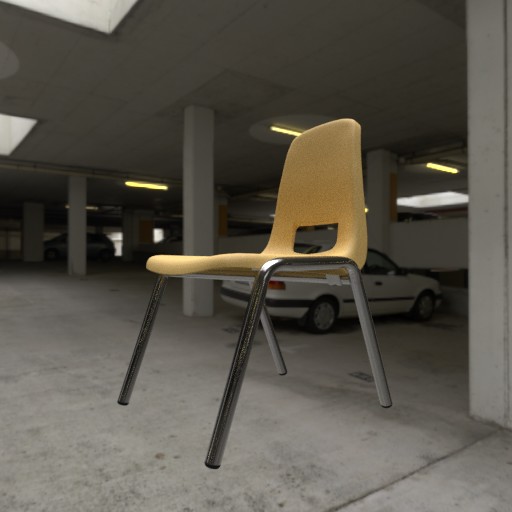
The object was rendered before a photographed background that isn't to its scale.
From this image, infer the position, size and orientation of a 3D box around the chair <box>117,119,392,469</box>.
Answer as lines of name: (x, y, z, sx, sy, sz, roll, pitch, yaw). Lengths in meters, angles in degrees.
chair: (0.000, 0.000, 0.861, 0.423, 0.586, 0.354, 1, -1, -37)
